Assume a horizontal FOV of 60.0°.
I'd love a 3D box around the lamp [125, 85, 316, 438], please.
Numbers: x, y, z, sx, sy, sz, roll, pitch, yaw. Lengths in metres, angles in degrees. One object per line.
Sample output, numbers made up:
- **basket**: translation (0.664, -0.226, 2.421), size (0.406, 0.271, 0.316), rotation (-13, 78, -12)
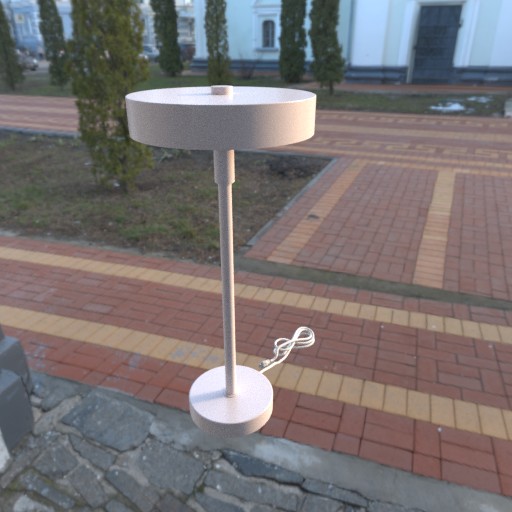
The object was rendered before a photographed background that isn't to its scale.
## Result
- **lamp**: translation (0.000, 0.000, 0.697), size (0.229, 0.508, 0.369), rotation (17, 30, 32)
